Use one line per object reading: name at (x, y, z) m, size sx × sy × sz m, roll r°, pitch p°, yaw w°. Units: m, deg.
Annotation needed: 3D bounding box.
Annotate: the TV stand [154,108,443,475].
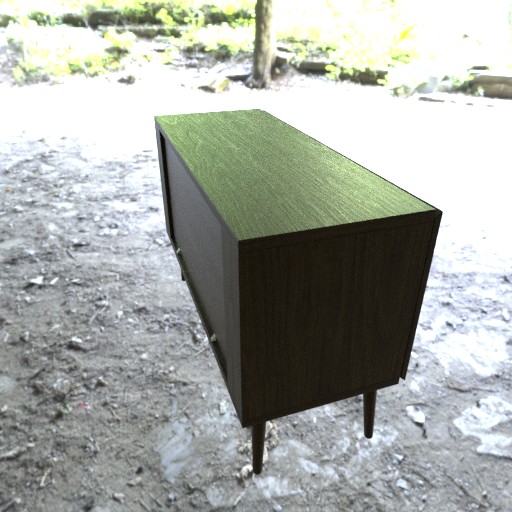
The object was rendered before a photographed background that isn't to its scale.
TV stand at (0.000, 0.000, 1.344) m, size 0.405 × 0.660 × 0.990 m, roll -10°, pitch 31°, yaw -17°
